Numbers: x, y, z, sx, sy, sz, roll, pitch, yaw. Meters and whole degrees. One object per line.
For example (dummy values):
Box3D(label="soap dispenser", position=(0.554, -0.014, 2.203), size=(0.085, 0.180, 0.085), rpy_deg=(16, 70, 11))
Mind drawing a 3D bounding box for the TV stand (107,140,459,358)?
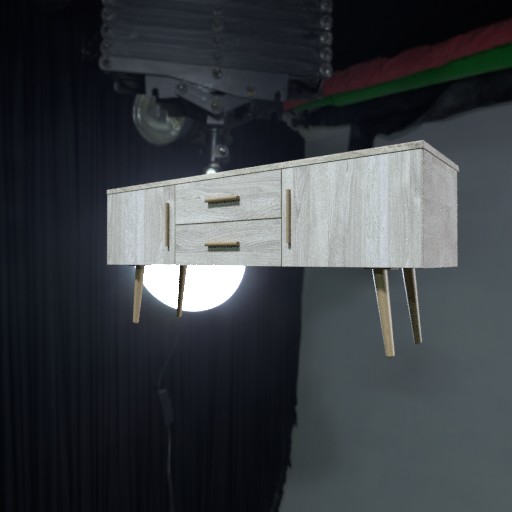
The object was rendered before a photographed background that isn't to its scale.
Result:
Box3D(label="TV stand", position=(0.000, 0.000, 1.637), size=(1.313, 0.565, 0.401), rpy_deg=(0, -1, 37))
